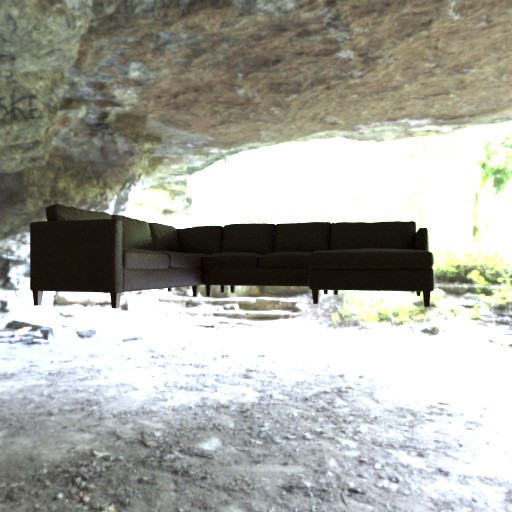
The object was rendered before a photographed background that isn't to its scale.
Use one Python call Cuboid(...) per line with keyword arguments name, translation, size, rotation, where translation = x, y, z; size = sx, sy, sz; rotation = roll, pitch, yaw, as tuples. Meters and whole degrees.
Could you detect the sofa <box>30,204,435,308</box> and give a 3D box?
Cuboid(name="sofa", translation=(0.000, 0.000, 4.617), size=(3.460, 0.923, 2.593), rotation=(0, -2, 18))
